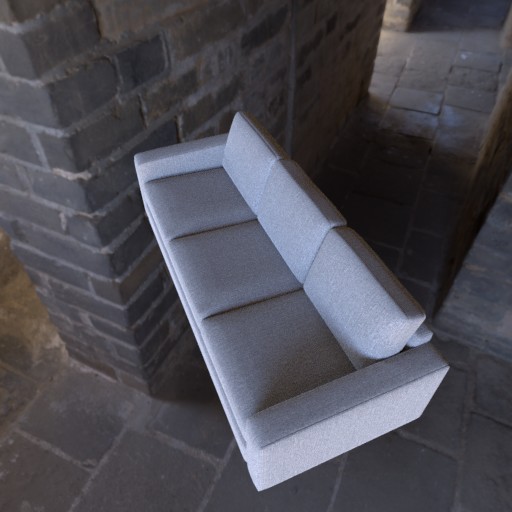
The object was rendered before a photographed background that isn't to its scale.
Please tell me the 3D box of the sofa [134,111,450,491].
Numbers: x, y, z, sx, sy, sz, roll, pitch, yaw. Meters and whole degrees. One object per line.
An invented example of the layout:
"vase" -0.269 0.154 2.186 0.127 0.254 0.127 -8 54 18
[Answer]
"sofa" 0.000 0.000 2.519 0.900 0.800 2.120 -17 48 -16
